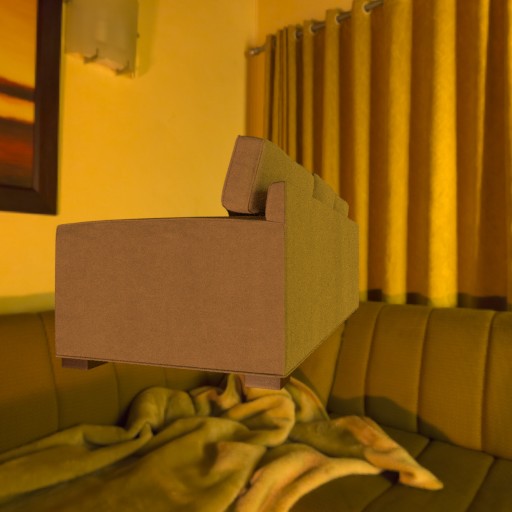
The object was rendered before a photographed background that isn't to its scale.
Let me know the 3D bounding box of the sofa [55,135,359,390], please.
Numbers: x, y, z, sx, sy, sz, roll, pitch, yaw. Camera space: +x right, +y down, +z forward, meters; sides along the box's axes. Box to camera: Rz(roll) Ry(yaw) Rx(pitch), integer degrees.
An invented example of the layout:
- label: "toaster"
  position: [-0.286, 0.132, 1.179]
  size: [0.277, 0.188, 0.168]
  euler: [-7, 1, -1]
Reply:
- label: "sofa"
  position: [0.000, 0.000, 2.540]
  size: [0.936, 0.862, 2.093]
  euler: [0, 0, 19]
